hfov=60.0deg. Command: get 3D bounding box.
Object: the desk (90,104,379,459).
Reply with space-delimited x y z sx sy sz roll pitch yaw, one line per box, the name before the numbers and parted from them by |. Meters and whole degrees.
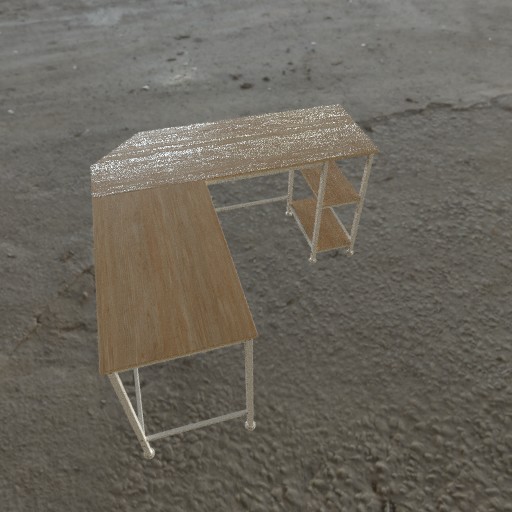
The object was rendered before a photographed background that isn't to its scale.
desk | 0.000 0.000 2.201 1.379 0.739 1.379 -12 47 -11
